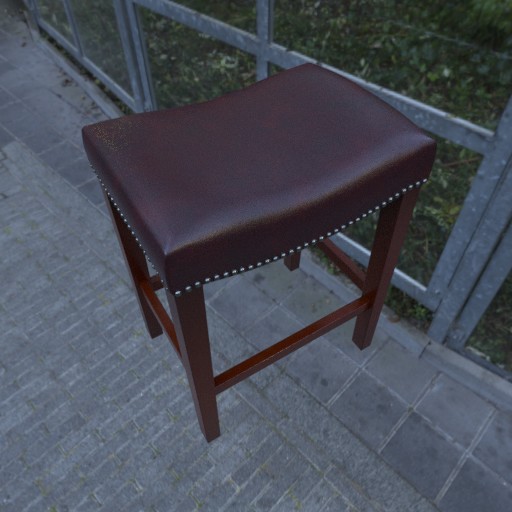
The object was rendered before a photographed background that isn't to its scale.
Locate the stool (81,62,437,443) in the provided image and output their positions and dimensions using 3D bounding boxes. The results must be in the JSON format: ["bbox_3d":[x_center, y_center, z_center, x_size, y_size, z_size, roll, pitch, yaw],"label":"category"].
[{"bbox_3d":[0.000,0.000,0.967,0.504,0.657,0.372,-24,52,-21],"label":"stool"}]
